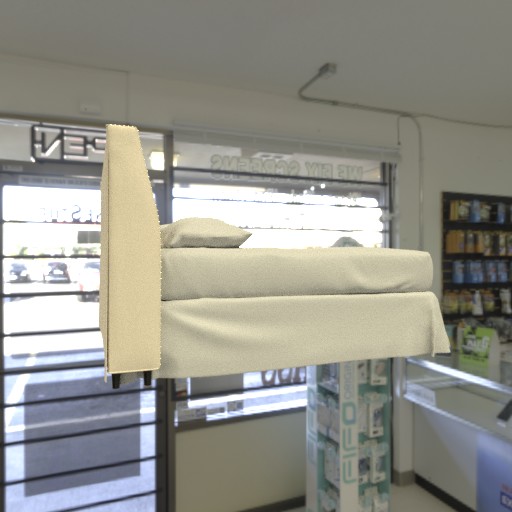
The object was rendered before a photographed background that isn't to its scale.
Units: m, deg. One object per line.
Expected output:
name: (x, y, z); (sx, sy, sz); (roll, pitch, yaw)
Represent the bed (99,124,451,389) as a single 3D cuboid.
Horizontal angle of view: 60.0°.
bed: (0.000, 0.000, 3.434); (2.276, 1.332, 1.925); (0, 0, -20)
